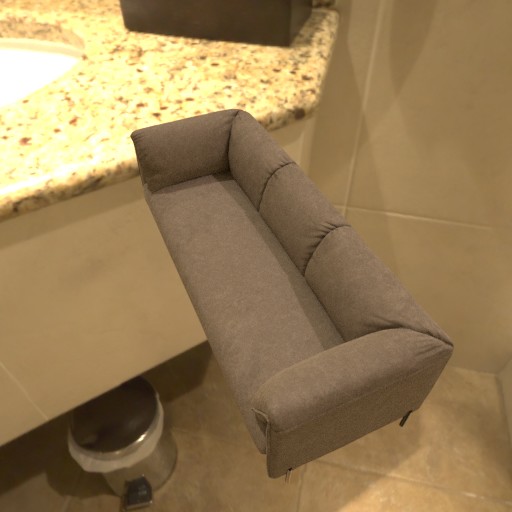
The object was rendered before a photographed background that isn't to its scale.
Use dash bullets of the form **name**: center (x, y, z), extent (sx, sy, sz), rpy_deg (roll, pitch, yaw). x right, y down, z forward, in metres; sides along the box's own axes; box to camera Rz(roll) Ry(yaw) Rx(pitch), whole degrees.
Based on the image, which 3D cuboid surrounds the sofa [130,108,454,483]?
- **sofa**: center (0.000, 0.000, 2.642), extent (0.899, 0.758, 2.238), rpy_deg (-18, 49, -17)
